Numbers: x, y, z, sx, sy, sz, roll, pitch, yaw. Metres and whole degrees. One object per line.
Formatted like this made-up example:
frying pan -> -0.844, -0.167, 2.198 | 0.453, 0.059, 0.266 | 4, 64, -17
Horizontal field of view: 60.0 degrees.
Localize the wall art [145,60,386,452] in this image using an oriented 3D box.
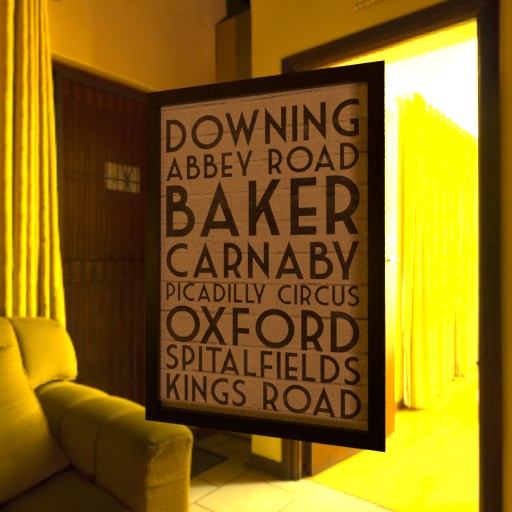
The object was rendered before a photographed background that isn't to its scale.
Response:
wall art -> 0.000, 0.000, 0.542 | 0.304, 0.432, 0.013 | 0, 0, 19
